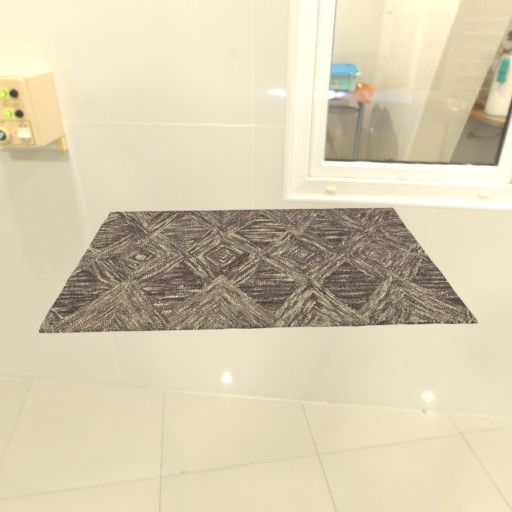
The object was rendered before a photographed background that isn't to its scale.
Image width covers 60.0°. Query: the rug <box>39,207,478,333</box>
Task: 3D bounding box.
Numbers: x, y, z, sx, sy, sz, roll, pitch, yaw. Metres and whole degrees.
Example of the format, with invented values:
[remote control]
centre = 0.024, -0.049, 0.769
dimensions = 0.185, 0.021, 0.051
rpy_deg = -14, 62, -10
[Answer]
[rug]
centre = 0.000, 0.000, 2.322
dimensions = 1.814, 0.012, 1.186
rpy_deg = -1, 30, -2
